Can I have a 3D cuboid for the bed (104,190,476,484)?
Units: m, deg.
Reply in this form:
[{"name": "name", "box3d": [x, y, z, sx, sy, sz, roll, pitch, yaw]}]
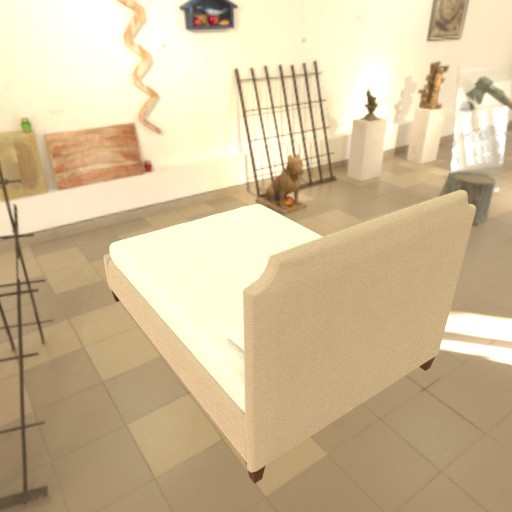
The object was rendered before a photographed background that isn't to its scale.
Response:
[{"name": "bed", "box3d": [0.000, 0.000, 3.404, 1.713, 1.443, 2.372, -19, 34, -31]}]
